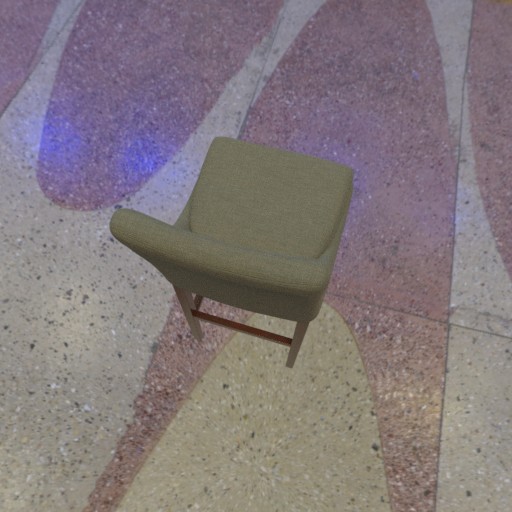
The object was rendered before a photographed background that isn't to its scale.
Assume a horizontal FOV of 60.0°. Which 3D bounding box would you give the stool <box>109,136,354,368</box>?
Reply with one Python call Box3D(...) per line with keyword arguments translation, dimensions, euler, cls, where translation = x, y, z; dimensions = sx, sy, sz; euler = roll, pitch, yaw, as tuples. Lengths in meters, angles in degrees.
Box3D(translation=(0.000, 0.000, 1.370), dimensions=(0.470, 1.078, 0.577), euler=(15, 65, 7), cls="stool")
